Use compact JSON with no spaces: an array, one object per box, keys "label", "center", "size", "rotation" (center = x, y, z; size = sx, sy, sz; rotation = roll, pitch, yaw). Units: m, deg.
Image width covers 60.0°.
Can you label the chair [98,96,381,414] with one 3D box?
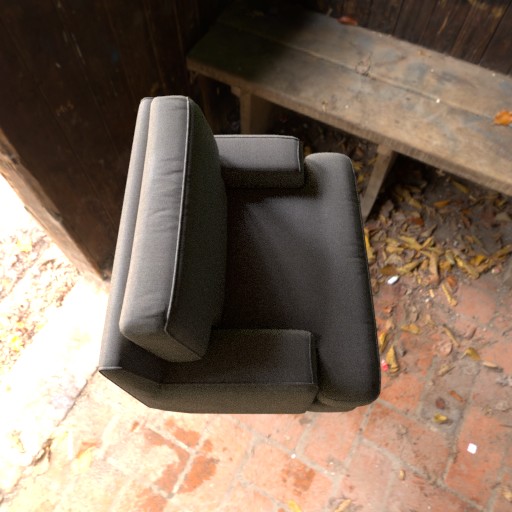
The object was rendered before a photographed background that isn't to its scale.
[{"label":"chair","center":[0.000,0.000,1.990],"size":[1.043,0.974,1.270],"rotation":[0,63,0]}]
